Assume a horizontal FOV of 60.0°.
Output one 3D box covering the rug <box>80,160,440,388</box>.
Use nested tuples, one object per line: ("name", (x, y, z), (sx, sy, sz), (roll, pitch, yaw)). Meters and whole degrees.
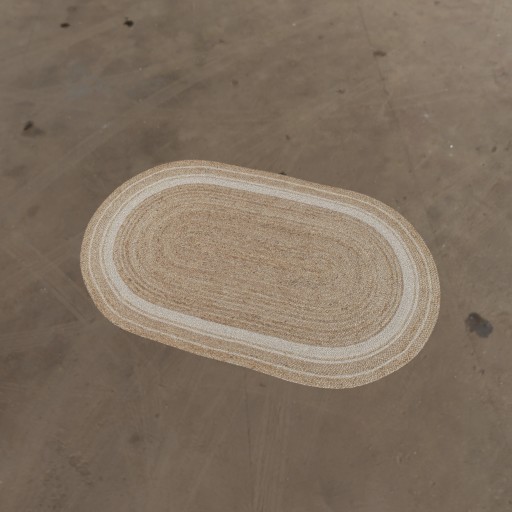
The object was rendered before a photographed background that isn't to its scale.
("rug", (0.000, 0.000, 2.994), (2.432, 0.006, 1.520), (14, 59, 9))
